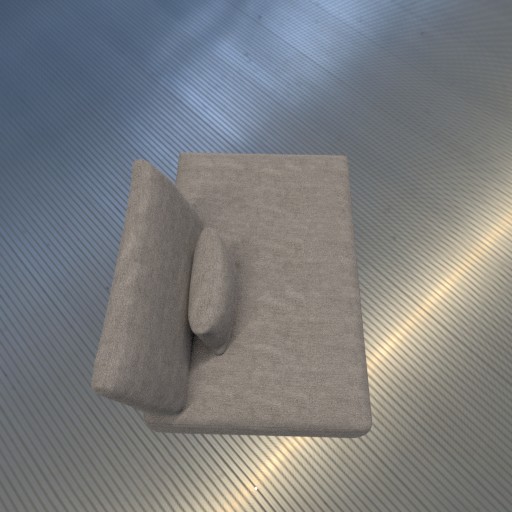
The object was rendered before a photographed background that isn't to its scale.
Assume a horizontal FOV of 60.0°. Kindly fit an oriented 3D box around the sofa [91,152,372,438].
[{"bbox_3d":[0.000,0.000,2.008,1.002,0.820,1.450,1,62,1],"label":"sofa"}]
